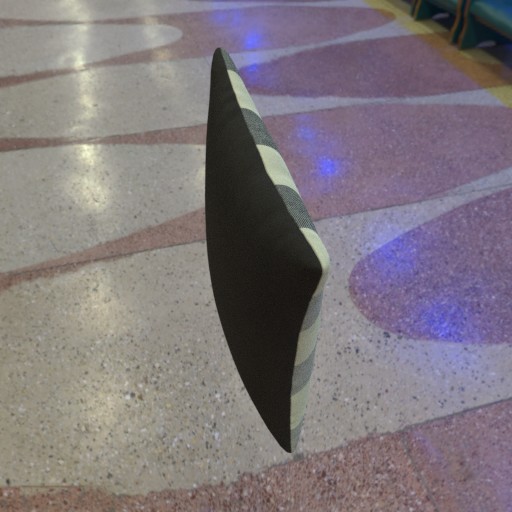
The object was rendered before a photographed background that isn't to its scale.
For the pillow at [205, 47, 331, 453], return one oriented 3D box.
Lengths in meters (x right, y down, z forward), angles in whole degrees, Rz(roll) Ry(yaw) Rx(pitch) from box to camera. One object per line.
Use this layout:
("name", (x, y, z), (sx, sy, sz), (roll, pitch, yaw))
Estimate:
("pillow", (0.000, 0.000, 0.768), (0.161, 0.509, 0.511), (-11, 48, -10))
